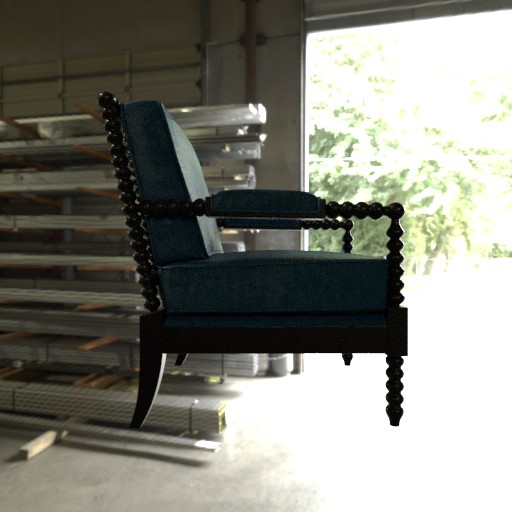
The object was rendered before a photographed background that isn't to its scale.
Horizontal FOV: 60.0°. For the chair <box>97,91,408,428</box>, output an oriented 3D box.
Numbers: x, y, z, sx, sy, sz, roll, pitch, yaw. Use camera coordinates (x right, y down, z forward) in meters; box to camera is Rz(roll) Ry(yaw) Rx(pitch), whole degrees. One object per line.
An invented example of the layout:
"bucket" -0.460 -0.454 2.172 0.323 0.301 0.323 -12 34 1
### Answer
"chair" 0.000 0.000 1.425 0.805 0.857 0.688 0 1 0
